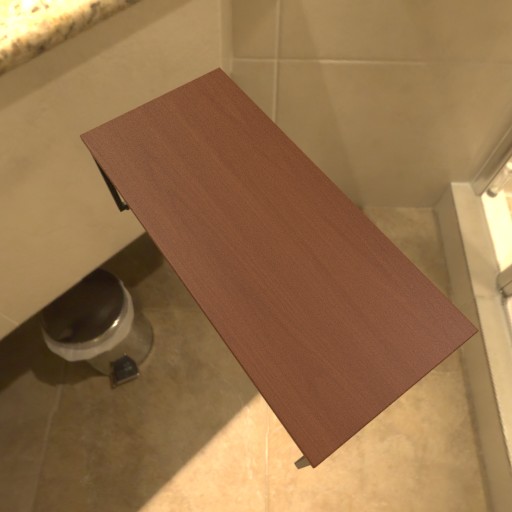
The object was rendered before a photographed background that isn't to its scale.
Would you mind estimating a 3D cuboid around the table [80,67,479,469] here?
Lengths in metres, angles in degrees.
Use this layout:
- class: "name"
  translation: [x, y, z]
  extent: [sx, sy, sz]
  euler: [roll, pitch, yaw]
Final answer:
- class: "table"
  translation: [0.000, 0.000, 1.355]
  extent: [0.500, 0.400, 1.100]
  euler: [-33, 67, -16]
